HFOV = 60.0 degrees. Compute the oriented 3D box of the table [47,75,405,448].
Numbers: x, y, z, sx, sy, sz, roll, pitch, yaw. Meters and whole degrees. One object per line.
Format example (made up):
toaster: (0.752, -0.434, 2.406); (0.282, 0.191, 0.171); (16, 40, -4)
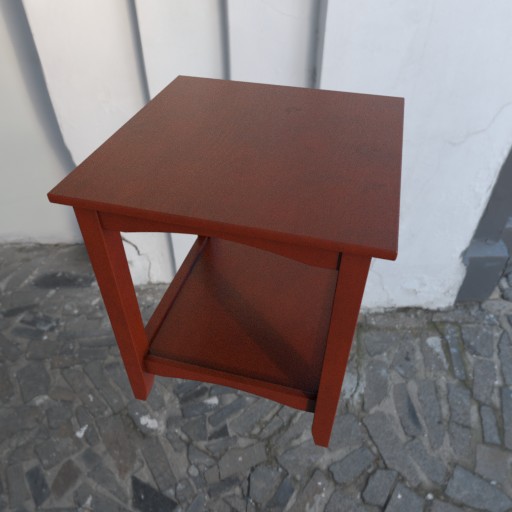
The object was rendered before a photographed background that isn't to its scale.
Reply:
table: (0.000, 0.000, 0.965); (0.522, 0.558, 0.523); (12, 43, 13)
